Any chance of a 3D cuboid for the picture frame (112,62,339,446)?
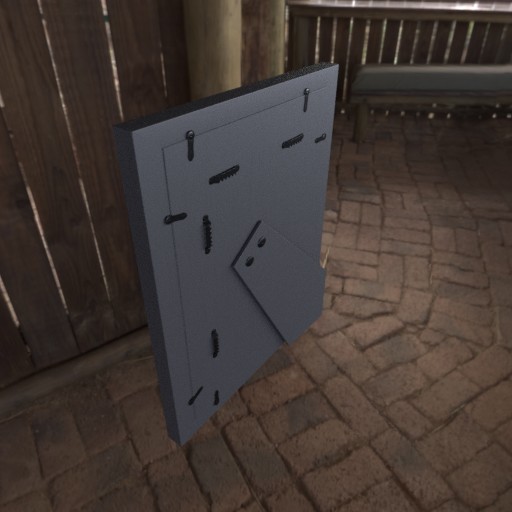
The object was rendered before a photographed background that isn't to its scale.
[{"bbox_3d":[0.000,0.000,0.527,0.036,0.383,0.307,23,40,30],"label":"picture frame"}]
